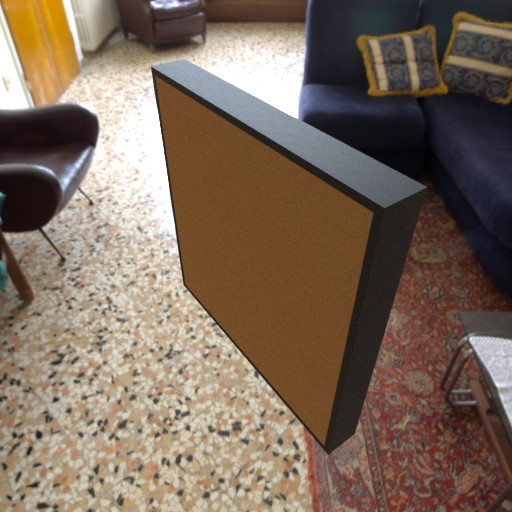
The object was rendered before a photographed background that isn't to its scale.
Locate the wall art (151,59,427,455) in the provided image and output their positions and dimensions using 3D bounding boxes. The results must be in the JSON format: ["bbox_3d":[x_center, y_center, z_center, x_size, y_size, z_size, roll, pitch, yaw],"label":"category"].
[{"bbox_3d":[0.000,0.000,0.454,0.038,0.304,0.304,-25,47,-26],"label":"wall art"}]
